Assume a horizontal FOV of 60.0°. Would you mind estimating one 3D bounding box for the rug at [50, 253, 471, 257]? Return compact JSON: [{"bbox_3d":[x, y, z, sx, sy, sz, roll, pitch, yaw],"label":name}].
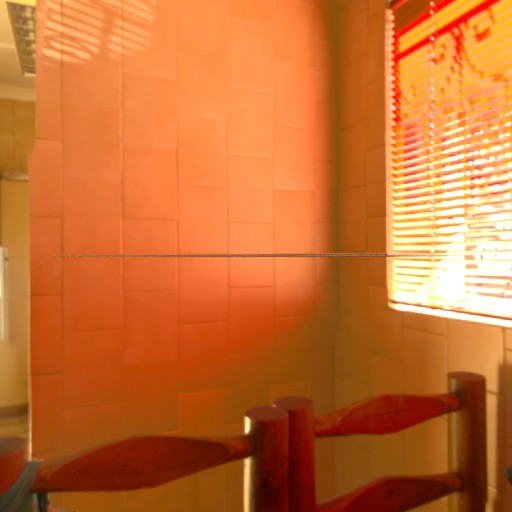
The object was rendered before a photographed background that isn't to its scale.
[{"bbox_3d":[0.000,0.000,2.310,1.828,0.007,1.220,0,0,36],"label":"rug"}]
